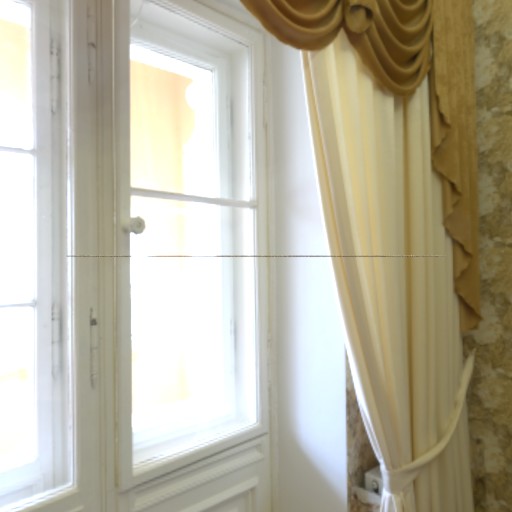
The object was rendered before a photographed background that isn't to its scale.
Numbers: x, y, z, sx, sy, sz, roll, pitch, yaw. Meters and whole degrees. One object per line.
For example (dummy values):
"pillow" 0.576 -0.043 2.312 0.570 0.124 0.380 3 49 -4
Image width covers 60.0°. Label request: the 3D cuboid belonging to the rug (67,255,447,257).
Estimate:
"rug" 0.000 0.000 2.996 2.432 0.006 1.520 0 0 1
